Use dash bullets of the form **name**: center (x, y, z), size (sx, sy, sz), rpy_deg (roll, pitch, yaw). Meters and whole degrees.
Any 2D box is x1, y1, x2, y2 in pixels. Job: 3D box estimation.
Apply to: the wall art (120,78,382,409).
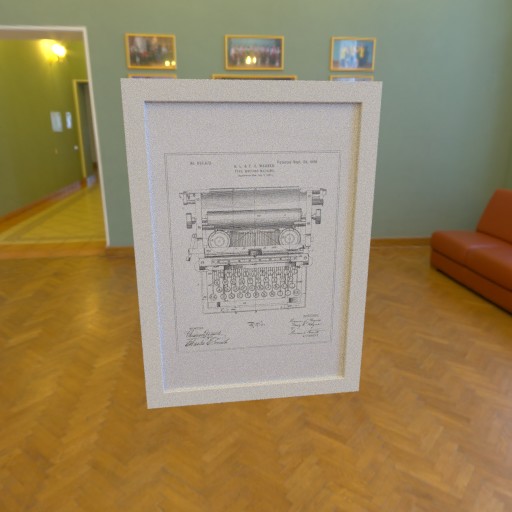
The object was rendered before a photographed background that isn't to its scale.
- **wall art**: center (0.000, 0.000, 0.721), size (0.381, 0.533, 0.013), rpy_deg (-2, 17, -8)
